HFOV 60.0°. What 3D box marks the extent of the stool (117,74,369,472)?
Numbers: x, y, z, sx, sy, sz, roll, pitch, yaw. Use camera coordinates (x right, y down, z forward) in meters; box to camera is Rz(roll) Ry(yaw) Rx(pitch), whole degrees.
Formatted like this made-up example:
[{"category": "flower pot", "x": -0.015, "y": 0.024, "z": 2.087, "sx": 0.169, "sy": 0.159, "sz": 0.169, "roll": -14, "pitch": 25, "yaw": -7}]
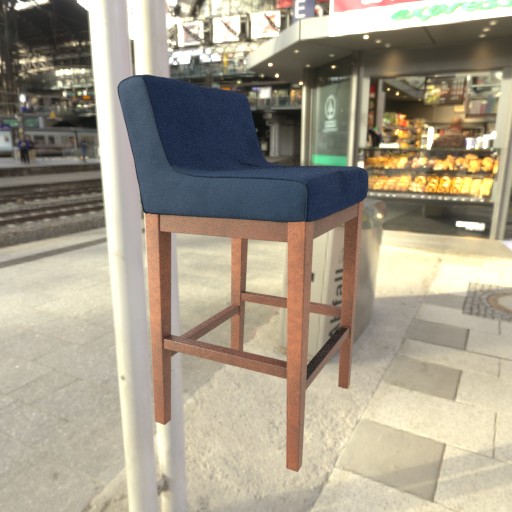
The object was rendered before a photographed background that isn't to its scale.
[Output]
[{"category": "stool", "x": 0.000, "y": 0.000, "z": 1.268, "sx": 0.516, "sy": 0.945, "sz": 0.511, "roll": 7, "pitch": 16, "yaw": 27}]
